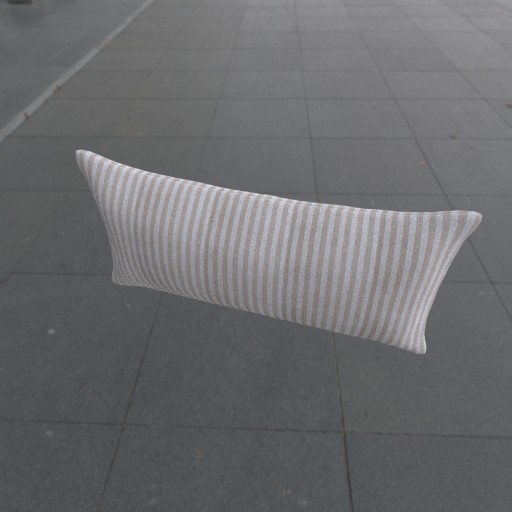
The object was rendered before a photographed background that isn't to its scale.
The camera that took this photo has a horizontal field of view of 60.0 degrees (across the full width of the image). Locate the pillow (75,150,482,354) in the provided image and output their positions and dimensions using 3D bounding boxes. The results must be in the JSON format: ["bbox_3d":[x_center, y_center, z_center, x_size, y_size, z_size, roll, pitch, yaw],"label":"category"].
[{"bbox_3d":[0.000,0.000,0.739,0.617,0.295,0.151,11,41,13],"label":"pillow"}]
